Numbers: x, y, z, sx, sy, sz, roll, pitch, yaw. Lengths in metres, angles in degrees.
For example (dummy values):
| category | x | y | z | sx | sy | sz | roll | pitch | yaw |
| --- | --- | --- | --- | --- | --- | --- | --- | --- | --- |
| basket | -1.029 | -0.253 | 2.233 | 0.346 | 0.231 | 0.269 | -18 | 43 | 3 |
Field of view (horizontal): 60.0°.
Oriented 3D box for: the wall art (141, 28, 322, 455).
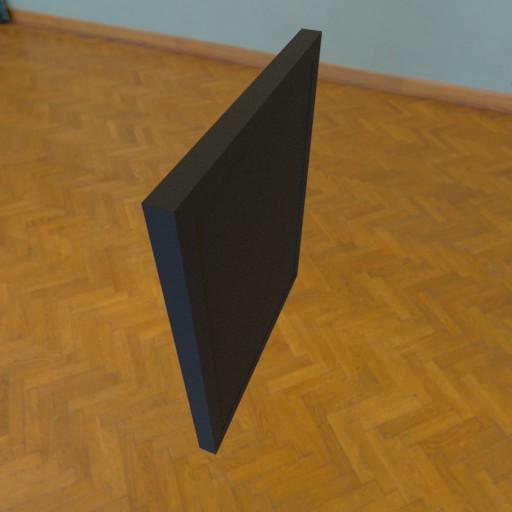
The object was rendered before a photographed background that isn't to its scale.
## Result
| category | x | y | z | sx | sy | sz | roll | pitch | yaw |
| --- | --- | --- | --- | --- | --- | --- | --- | --- | --- |
| wall art | 0.000 | 0.000 | 0.732 | 0.033 | 0.559 | 0.457 | 16 | 48 | 15 |
